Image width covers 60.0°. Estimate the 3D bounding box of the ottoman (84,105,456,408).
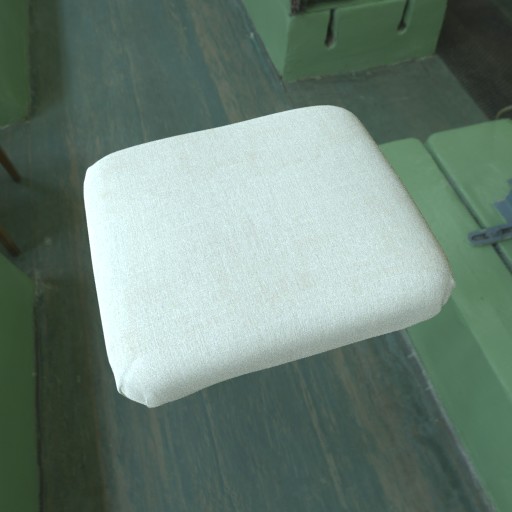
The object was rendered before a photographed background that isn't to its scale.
[{"bbox_3d":[0.000,0.000,1.131,0.747,0.450,0.622,-15,60,-9],"label":"ottoman"}]
